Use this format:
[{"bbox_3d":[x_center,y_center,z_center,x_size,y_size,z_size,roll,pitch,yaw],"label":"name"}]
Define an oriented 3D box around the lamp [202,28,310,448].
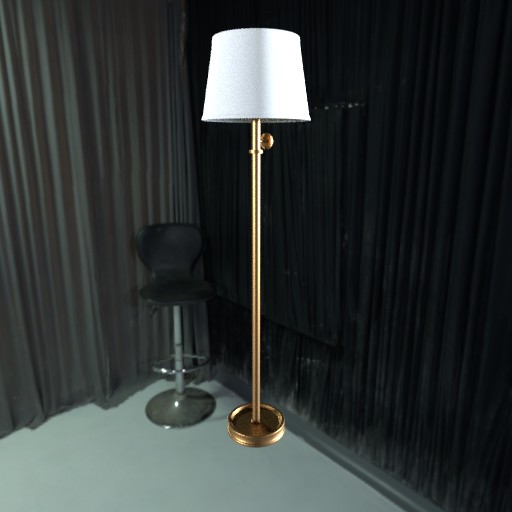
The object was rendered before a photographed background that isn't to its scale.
[{"bbox_3d":[0.000,0.000,0.791,0.178,0.710,0.178,0,15,0],"label":"lamp"}]
